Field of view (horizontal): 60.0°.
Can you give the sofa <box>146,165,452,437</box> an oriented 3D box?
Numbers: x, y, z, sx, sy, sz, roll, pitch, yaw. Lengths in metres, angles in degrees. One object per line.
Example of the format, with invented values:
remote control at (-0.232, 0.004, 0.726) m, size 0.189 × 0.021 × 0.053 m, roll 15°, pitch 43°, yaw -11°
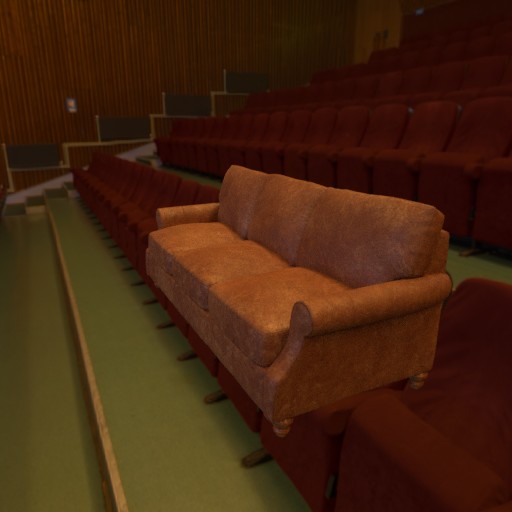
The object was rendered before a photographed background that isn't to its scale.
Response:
sofa at (0.000, 0.000, 2.864) m, size 0.973 × 0.977 × 2.351 m, roll -8°, pitch 19°, yaw -26°
